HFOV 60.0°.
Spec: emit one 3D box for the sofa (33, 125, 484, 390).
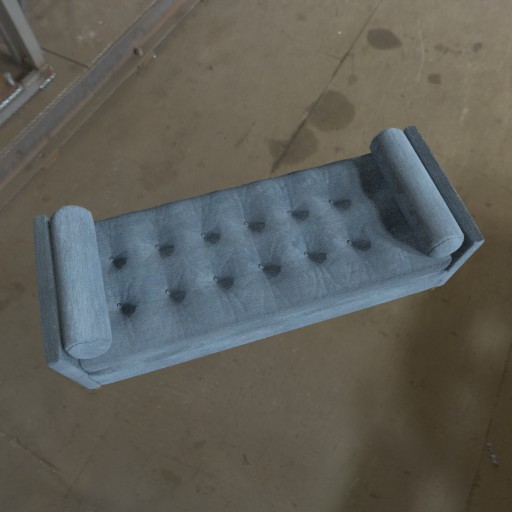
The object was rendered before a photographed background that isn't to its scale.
[{"bbox_3d":[0.000,0.000,2.420,2.102,0.705,0.796,-15,64,-8],"label":"sofa"}]
